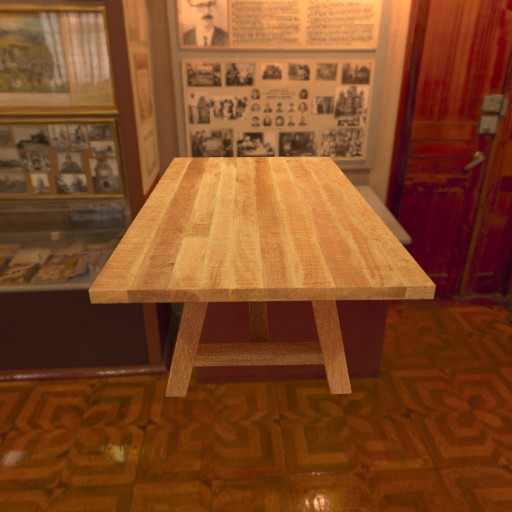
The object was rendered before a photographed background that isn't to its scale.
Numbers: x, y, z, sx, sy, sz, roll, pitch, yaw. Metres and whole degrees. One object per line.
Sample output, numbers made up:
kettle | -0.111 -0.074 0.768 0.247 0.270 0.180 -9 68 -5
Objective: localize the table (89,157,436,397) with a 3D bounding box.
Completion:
table | 0.000 0.000 1.662 0.760 0.455 1.320 -1 25 -1
